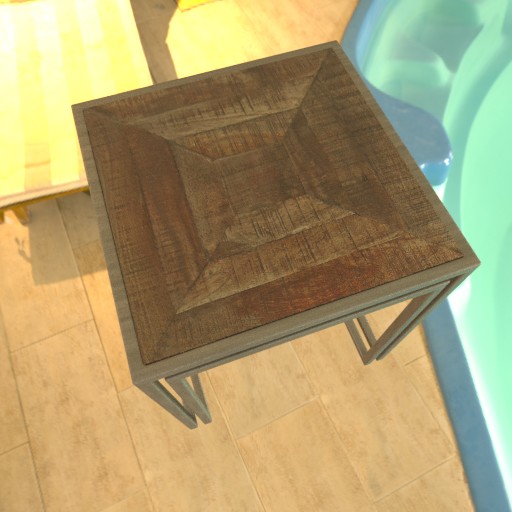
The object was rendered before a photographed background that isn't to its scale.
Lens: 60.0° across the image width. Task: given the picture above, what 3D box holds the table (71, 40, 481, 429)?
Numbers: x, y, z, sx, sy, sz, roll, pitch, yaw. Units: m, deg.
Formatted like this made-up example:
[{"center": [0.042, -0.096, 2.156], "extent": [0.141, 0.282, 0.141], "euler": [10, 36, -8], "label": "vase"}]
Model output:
[{"center": [0.000, 0.000, 0.843], "extent": [0.450, 0.500, 0.449], "euler": [-18, 64, -9], "label": "table"}]
